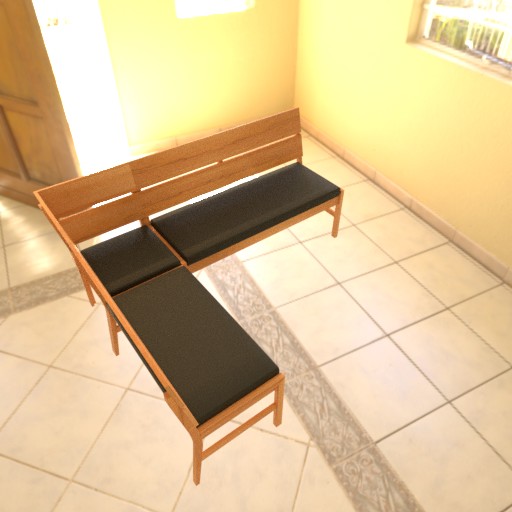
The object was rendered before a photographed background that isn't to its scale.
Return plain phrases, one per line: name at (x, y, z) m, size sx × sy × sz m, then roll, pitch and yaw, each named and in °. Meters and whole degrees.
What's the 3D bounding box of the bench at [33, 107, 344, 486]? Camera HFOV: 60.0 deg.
bench at (0.000, 0.000, 2.733) m, size 1.948 × 0.890 × 1.548 m, roll -26°, pitch 48°, yaw -27°
